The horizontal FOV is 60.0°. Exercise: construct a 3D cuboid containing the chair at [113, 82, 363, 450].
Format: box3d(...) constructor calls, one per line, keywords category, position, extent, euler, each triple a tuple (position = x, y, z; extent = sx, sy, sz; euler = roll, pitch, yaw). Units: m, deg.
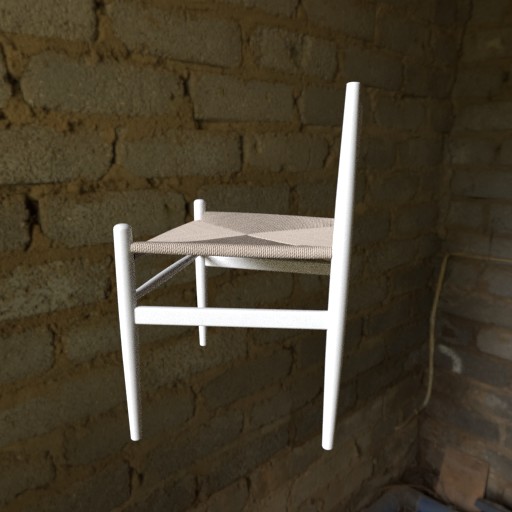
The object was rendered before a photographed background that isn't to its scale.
box3d(category="chair", position=(0.000, 0.000, 1.135), extent=(0.495, 0.762, 0.556), euler=(2, 13, 10))
